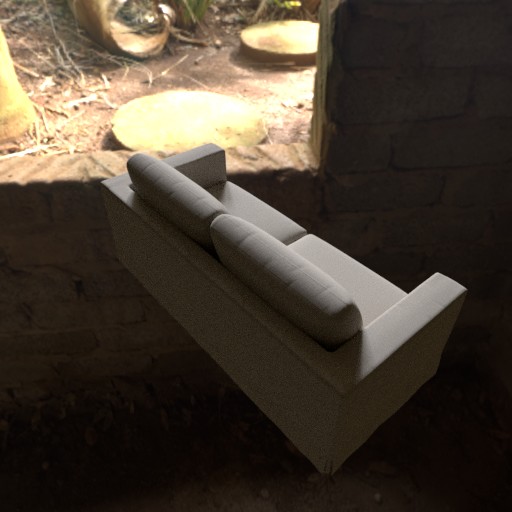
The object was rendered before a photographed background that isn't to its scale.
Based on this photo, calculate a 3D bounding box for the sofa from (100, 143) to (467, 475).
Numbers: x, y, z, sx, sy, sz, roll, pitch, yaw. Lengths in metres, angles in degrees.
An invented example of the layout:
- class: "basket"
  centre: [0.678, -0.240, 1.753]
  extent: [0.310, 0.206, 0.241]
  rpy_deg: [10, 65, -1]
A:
- class: "sofa"
  centre: [0.000, 0.000, 2.694]
  extent: [0.954, 0.881, 2.163]
  rpy_deg: [-29, 48, -30]
